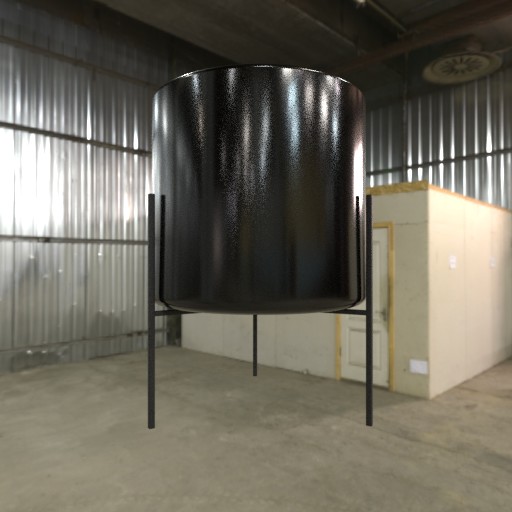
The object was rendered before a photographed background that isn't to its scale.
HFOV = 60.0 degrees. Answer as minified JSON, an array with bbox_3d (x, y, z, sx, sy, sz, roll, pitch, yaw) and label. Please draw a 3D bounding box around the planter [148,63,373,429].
[{"bbox_3d":[0.000,0.000,0.643,0.310,0.432,0.310,0,0,-17],"label":"planter"}]
